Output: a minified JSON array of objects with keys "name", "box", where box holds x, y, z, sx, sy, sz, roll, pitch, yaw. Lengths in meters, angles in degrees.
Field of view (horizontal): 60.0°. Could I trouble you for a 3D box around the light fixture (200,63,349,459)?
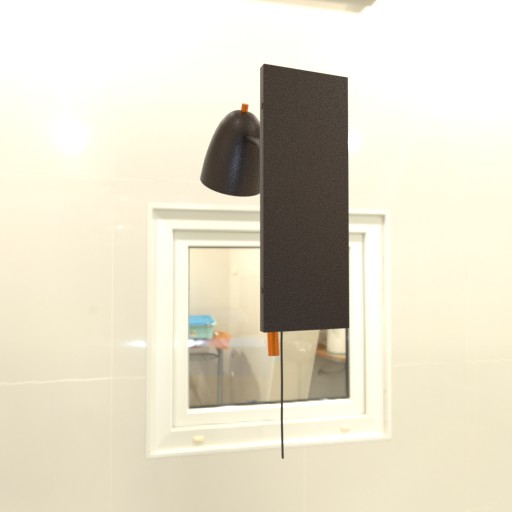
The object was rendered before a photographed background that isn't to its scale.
[{"name":"light fixture","box":[0.000,0.000,0.949,0.162,0.715,0.499,1,-2,-20]}]
